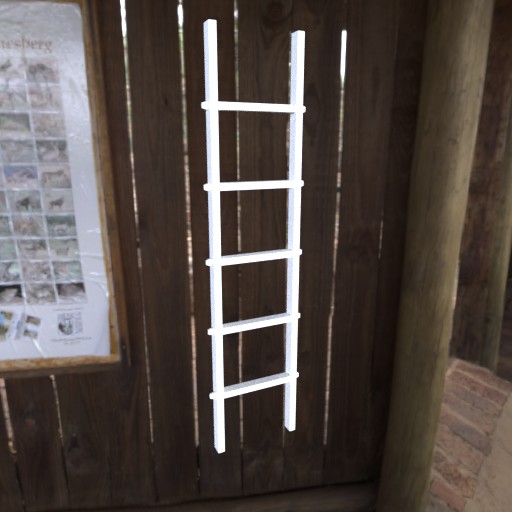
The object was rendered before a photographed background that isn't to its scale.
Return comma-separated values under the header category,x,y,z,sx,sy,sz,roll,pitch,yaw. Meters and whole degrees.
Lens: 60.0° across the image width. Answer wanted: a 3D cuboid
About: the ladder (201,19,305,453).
category,x,y,z,sx,sy,sz,roll,pitch,yaw
ladder,0.000,0.000,1.906,0.452,1.797,0.051,-7,15,-25
